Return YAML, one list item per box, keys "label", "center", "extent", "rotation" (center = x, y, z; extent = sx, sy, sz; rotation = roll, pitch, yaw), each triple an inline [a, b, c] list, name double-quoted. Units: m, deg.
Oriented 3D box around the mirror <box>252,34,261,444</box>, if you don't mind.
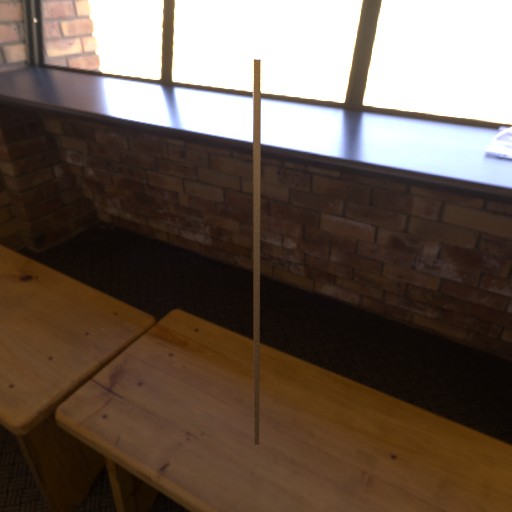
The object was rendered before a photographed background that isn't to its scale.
- label: "mirror"
  center: [0.000, 0.000, 2.345]
  extent: [0.025, 2.031, 0.812]
  rotation: [0, 32, -1]
